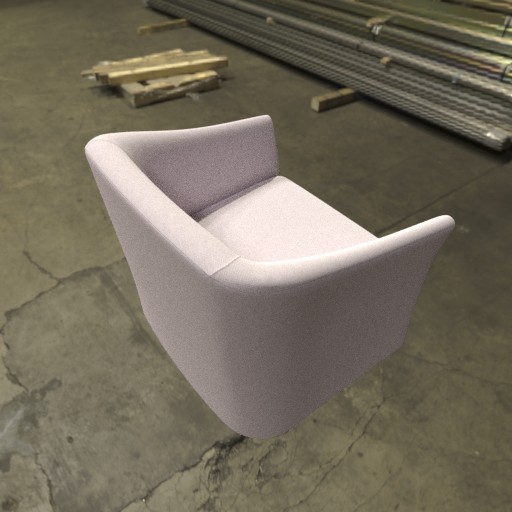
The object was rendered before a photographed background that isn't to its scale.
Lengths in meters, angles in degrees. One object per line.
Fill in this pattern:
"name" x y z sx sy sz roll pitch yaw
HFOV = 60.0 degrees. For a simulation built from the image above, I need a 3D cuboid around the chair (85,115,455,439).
"chair" 0.000 0.000 1.339 0.700 0.720 0.790 -27 48 -27
